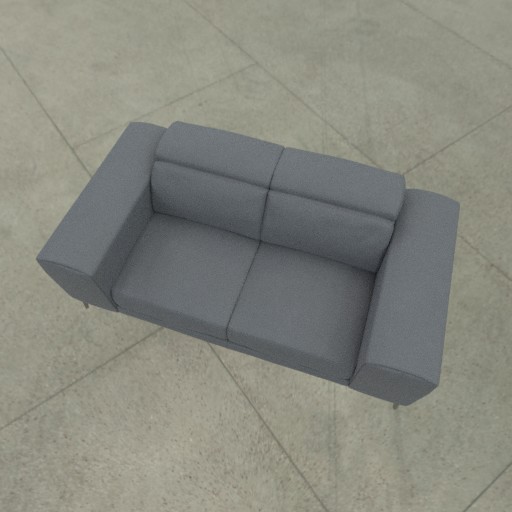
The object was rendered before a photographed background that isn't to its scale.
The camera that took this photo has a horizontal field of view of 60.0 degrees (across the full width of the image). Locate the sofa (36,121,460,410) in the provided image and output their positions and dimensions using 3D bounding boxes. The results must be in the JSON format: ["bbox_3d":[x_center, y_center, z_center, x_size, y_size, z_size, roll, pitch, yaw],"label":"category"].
[{"bbox_3d":[0.000,0.000,2.361,1.895,0.779,1.003,16,60,10],"label":"sofa"}]
